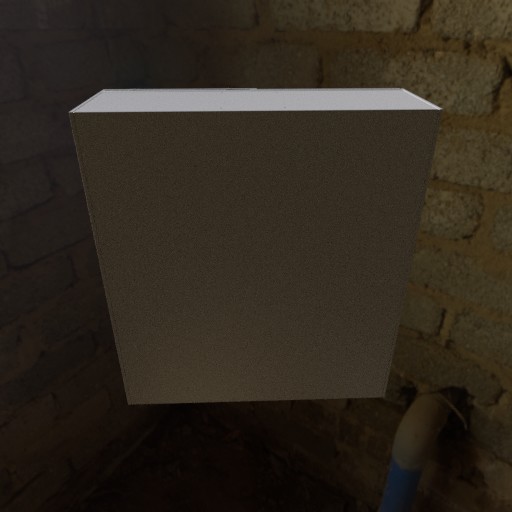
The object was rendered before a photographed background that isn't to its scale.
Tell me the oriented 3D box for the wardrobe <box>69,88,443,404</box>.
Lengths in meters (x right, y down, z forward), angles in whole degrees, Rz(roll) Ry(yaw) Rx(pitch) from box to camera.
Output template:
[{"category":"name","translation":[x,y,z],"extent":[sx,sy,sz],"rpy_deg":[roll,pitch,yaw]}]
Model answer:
[{"category":"wardrobe","translation":[0.000,0.000,2.861],"extent":[1.780,1.960,0.629],"rpy_deg":[-1,30,-2]}]
